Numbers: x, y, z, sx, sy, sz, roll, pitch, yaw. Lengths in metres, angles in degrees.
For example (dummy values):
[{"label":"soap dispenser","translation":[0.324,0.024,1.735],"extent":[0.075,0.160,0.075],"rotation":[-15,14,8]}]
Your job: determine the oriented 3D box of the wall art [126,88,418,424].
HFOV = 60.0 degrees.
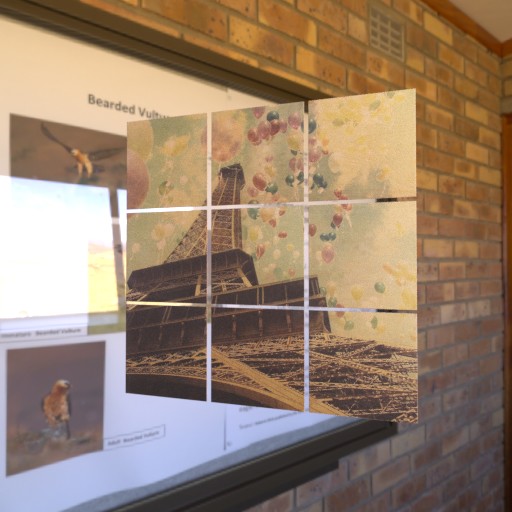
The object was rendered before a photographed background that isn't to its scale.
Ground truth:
[{"label":"wall art","translation":[0.000,0.000,2.226],"extent":[1.517,1.505,0.002],"rotation":[0,-1,18]}]
